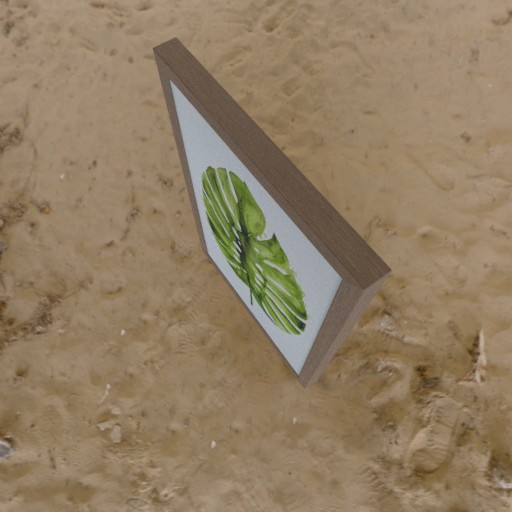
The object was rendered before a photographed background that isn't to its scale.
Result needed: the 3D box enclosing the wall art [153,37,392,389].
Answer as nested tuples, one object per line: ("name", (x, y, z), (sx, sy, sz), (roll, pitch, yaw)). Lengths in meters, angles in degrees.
("wall art", (0.000, 0.000, 0.668), (0.032, 0.510, 0.358), (-33, 69, -15))
